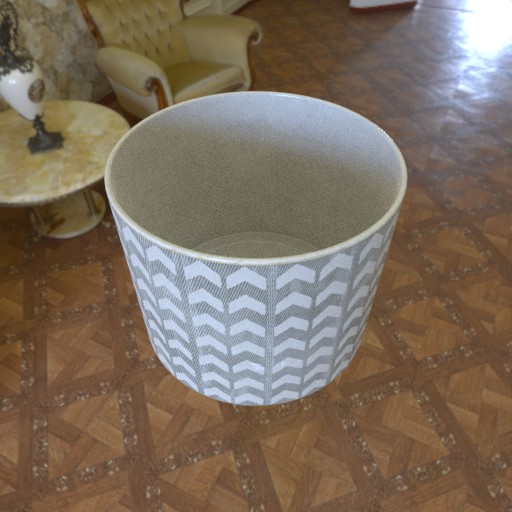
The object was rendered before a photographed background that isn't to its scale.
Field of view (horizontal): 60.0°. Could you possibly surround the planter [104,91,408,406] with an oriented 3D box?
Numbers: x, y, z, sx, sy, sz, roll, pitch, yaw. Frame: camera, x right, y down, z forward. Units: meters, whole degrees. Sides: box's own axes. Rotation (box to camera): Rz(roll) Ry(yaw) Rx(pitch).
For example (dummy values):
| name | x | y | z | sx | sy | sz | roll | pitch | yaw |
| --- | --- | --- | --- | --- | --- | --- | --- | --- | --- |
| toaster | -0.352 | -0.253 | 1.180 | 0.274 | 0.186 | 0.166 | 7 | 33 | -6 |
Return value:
| name | x | y | z | sx | sy | sz | roll | pitch | yaw |
| --- | --- | --- | --- | --- | --- | --- | --- | --- | --- |
| planter | 0.000 | 0.000 | 0.459 | 0.250 | 0.239 | 0.250 | 0 | 45 | 0 |
